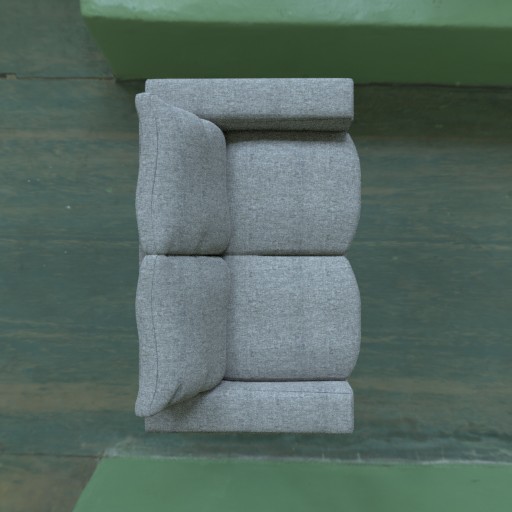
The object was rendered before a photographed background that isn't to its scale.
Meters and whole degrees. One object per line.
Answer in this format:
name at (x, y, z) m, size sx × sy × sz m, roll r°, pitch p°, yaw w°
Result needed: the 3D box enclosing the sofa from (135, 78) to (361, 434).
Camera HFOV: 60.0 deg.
sofa at (0.000, 0.000, 2.281) m, size 1.094 × 0.877 × 1.758 m, roll 0°, pitch 90°, yaw 1°
